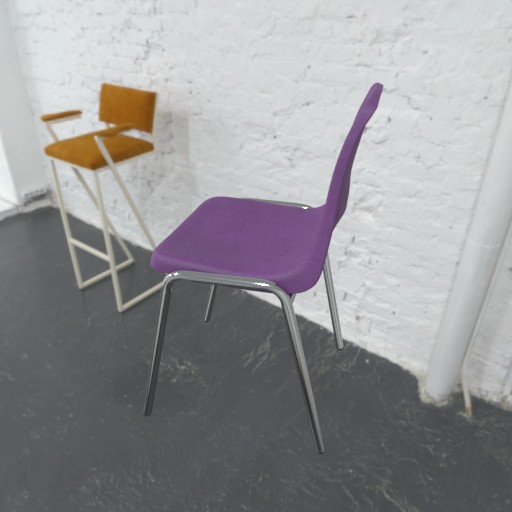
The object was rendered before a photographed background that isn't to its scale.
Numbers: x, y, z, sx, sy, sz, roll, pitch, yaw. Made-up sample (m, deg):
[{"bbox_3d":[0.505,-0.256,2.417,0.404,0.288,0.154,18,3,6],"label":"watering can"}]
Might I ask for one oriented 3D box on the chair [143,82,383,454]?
[{"bbox_3d":[0.000,0.000,0.947,0.432,0.704,0.381,8,30,14],"label":"chair"}]
